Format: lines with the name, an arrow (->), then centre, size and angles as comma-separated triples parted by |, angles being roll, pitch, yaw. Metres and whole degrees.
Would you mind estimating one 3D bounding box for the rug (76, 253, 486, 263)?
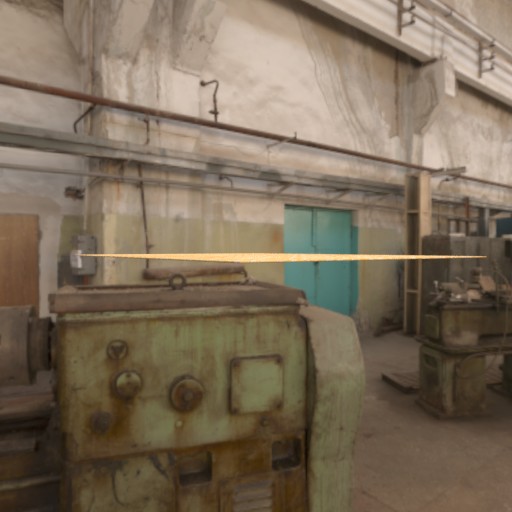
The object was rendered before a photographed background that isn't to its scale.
rug -> 0.000, 0.000, 4.114 | 2.433, 0.011, 3.037 | -1, 1, -36
